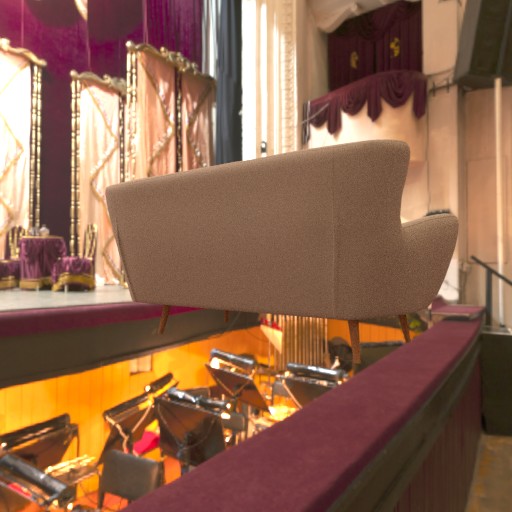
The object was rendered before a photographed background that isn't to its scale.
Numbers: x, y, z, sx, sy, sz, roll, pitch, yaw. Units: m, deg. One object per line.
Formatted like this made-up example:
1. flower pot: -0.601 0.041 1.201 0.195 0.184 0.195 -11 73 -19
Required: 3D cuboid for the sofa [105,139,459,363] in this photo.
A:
1. sofa: 0.000 0.000 2.447 1.930 0.890 0.899 -1 -1 37
